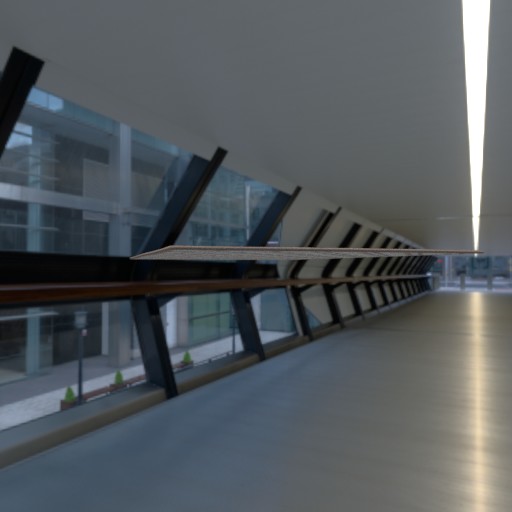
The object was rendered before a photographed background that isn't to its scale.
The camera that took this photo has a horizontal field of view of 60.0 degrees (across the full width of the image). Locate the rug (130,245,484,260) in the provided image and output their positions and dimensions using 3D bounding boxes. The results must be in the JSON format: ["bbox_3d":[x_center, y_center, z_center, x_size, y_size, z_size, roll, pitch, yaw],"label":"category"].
[{"bbox_3d":[0.000,0.000,2.123,1.066,0.011,1.677,0,-1,-19],"label":"rug"}]
